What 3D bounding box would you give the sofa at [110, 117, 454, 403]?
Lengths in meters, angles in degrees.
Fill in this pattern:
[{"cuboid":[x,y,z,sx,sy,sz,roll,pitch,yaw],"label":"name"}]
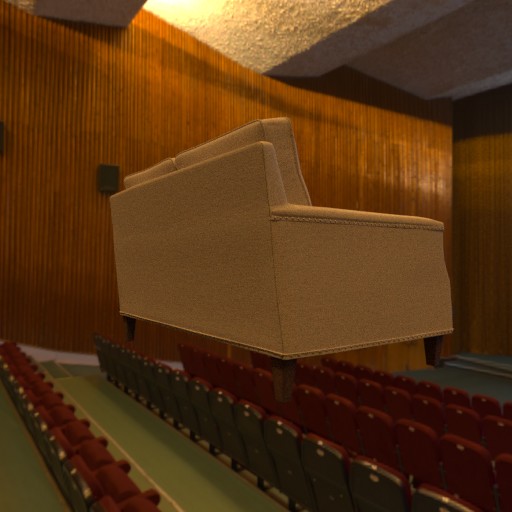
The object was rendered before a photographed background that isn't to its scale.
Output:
[{"cuboid":[0.000,0.000,2.326,1.084,1.003,1.597,1,-1,-36],"label":"sofa"}]
